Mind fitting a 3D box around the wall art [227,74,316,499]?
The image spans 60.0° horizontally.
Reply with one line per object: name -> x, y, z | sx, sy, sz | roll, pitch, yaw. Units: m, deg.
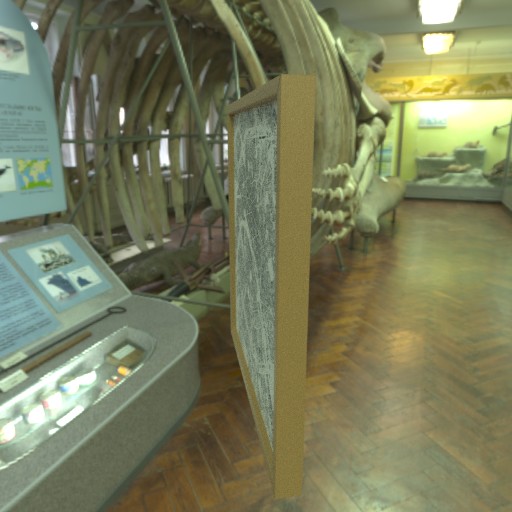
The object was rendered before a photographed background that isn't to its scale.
wall art -> 0.000, 0.000, 0.746 | 0.036, 0.509, 0.509 | -3, 16, -9
